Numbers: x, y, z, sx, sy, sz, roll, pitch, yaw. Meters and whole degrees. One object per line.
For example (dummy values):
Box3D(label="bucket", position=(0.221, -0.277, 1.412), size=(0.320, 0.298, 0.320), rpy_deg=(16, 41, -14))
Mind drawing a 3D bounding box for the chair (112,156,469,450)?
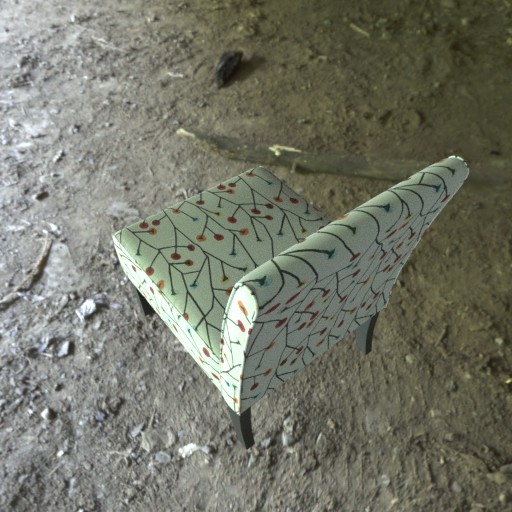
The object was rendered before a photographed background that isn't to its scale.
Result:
Box3D(label="chair", position=(0.000, 0.000, 1.284), size=(0.597, 0.813, 0.732), rpy_deg=(-30, 54, -25))
